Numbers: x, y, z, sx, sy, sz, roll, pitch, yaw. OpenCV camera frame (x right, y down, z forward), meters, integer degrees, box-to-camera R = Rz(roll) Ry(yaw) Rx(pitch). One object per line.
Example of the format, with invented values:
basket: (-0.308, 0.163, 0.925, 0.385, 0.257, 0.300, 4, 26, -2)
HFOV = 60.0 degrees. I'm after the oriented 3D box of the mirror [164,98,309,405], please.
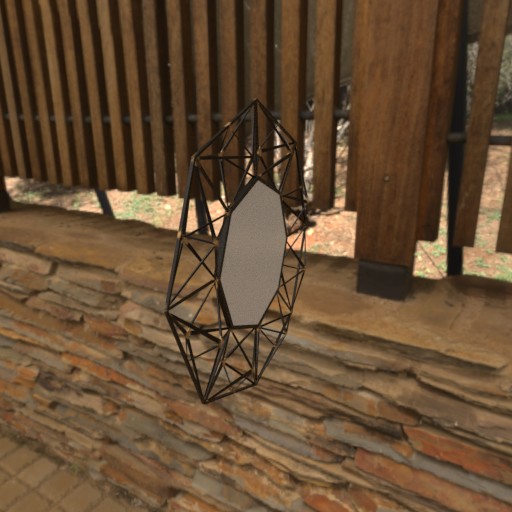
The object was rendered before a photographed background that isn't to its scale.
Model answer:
mirror: (0.000, 0.000, 1.059, 0.094, 0.710, 0.710, 8, 19, 24)
